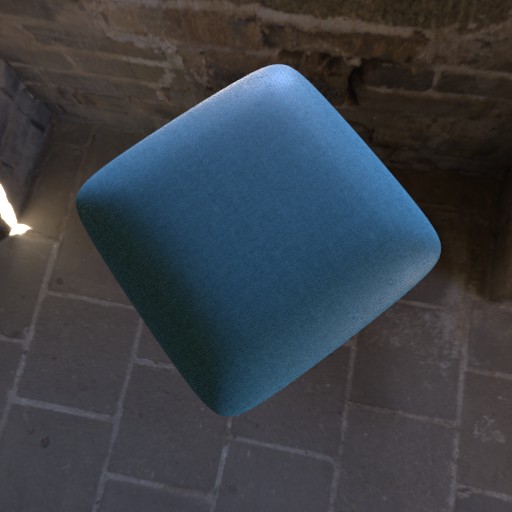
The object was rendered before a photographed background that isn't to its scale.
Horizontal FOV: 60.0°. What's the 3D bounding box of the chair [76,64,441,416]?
[{"bbox_3d":[0.000,0.000,0.722,0.360,0.450,0.360,-35,79,-8],"label":"chair"}]
